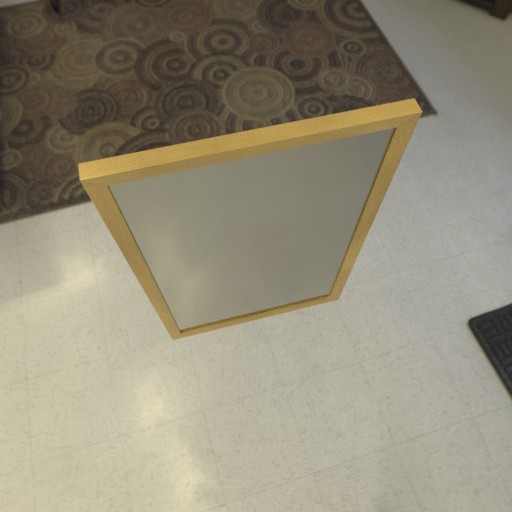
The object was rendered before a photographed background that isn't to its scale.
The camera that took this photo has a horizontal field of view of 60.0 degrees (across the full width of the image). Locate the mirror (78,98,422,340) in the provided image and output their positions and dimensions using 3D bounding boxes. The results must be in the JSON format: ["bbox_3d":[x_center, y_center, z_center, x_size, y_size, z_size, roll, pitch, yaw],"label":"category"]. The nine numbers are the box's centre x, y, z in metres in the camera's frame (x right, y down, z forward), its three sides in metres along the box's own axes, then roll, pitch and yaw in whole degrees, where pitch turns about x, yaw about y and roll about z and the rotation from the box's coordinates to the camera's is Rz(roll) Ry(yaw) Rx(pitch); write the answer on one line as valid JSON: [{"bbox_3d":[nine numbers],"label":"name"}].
[{"bbox_3d":[0.000,0.000,1.179,0.609,0.915,0.040,-13,64,-7],"label":"mirror"}]
